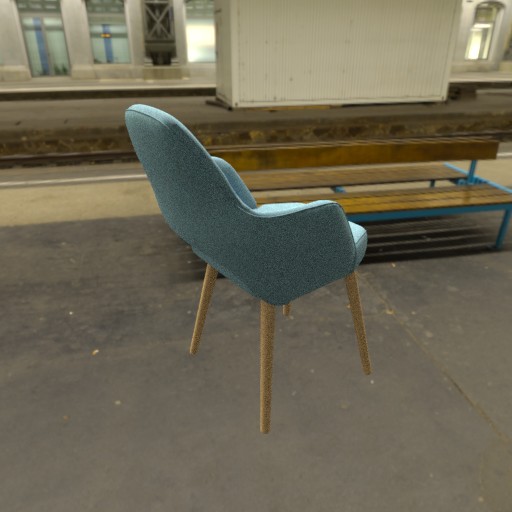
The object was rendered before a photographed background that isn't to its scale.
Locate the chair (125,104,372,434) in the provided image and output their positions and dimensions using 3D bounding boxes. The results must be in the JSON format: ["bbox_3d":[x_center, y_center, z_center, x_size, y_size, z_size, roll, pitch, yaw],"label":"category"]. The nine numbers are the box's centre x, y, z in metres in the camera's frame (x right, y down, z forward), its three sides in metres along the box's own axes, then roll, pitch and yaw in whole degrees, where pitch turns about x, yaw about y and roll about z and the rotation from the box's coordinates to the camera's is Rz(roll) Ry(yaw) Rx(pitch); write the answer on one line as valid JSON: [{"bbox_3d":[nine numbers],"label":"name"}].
[{"bbox_3d":[0.000,0.000,1.352,0.666,0.920,0.589,-17,31,-31],"label":"chair"}]
